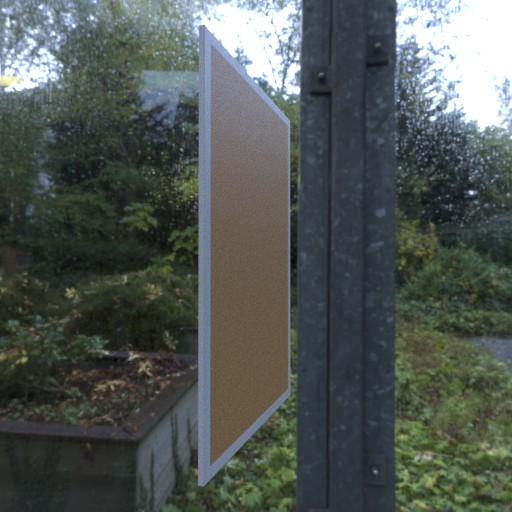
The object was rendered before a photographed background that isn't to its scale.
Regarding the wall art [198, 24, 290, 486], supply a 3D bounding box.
[{"bbox_3d":[0.000,0.000,1.213,0.013,0.940,0.659,0,-1,20],"label":"wall art"}]
